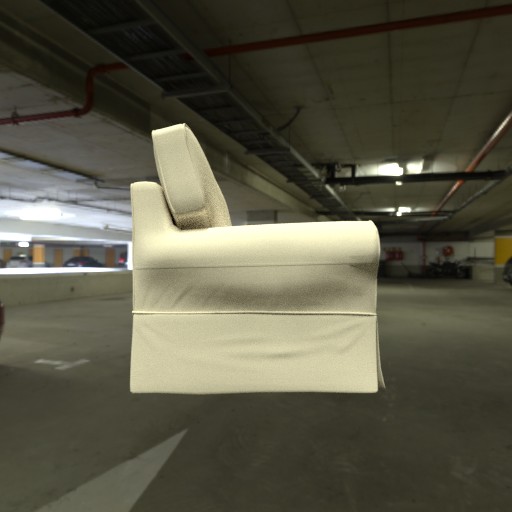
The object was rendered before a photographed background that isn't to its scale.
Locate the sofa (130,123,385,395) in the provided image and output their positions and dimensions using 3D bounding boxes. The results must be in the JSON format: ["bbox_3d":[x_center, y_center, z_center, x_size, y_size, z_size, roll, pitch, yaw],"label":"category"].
[{"bbox_3d":[0.000,0.000,2.443,0.862,0.937,2.021,0,-1,0],"label":"sofa"}]
